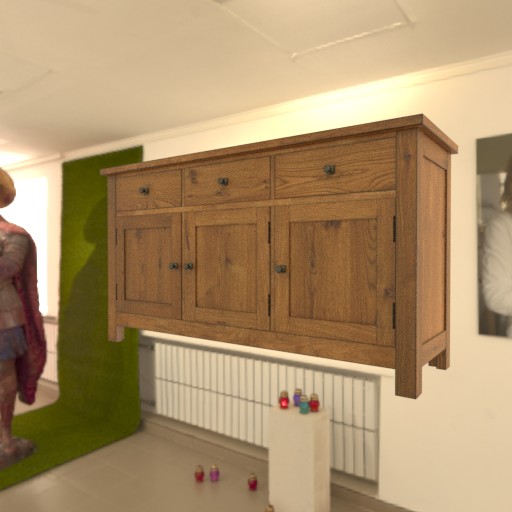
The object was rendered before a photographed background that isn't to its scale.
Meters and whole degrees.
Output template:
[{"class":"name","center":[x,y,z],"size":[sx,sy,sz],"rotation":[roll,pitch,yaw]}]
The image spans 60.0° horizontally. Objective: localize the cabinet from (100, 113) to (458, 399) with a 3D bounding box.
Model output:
[{"class":"cabinet","center":[0.000,0.000,1.858],"size":[1.474,0.813,0.480],"rotation":[1,1,35]}]
